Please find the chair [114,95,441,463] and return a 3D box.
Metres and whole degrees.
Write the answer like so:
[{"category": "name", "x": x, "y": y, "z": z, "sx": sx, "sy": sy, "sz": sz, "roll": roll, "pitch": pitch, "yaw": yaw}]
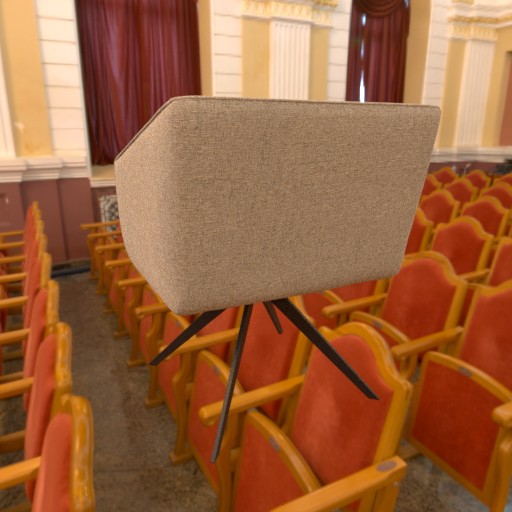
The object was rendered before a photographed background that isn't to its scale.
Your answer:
[{"category": "chair", "x": 0.000, "y": 0.000, "z": 1.202, "sx": 0.628, "sy": 0.760, "sz": 0.623, "roll": -8, "pitch": 17, "yaw": -26}]
